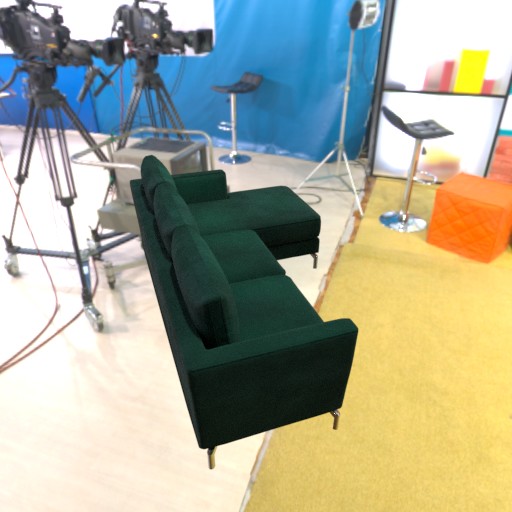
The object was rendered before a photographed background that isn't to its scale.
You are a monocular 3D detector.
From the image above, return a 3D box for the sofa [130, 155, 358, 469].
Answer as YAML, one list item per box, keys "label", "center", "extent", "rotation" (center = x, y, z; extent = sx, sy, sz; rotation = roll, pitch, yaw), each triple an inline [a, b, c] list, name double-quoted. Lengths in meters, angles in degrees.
- label: "sofa"
  center: [0.000, 0.000, 3.213]
  extent: [1.489, 1.007, 2.441]
  rotation: [-10, 32, -17]
